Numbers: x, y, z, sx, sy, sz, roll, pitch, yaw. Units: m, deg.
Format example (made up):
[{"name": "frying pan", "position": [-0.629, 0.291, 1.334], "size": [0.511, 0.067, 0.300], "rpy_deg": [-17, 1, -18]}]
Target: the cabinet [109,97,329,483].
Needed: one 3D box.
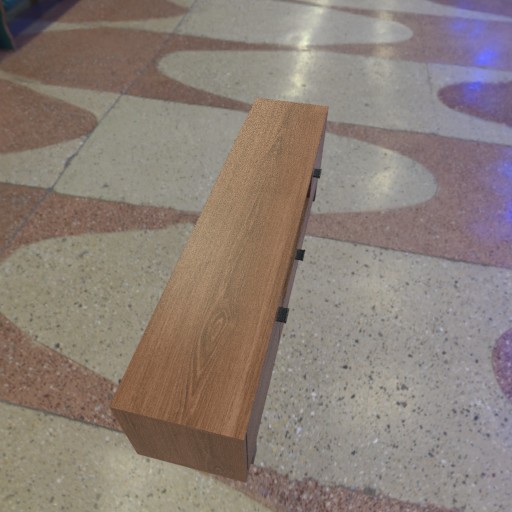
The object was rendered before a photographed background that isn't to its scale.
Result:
[{"name": "cabinet", "position": [0.000, 0.000, 1.858], "size": [0.400, 0.500, 1.650], "rpy_deg": [10, 49, 9]}]
